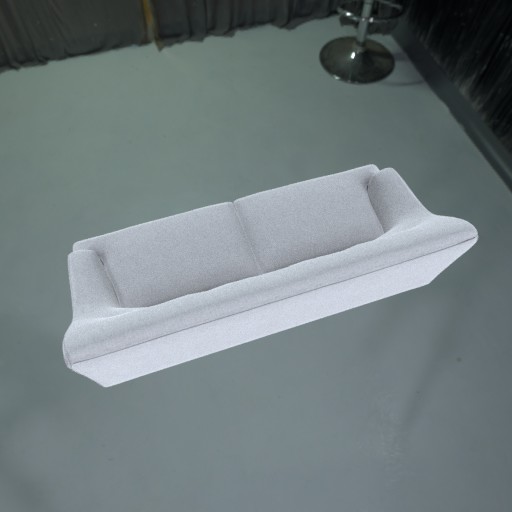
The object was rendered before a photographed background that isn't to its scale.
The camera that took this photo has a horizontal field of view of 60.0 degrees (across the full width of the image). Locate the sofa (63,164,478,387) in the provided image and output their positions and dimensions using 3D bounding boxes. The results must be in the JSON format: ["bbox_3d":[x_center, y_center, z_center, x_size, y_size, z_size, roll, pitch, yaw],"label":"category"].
[{"bbox_3d":[0.000,0.000,2.562,2.057,0.871,0.978,-16,60,-10],"label":"sofa"}]
